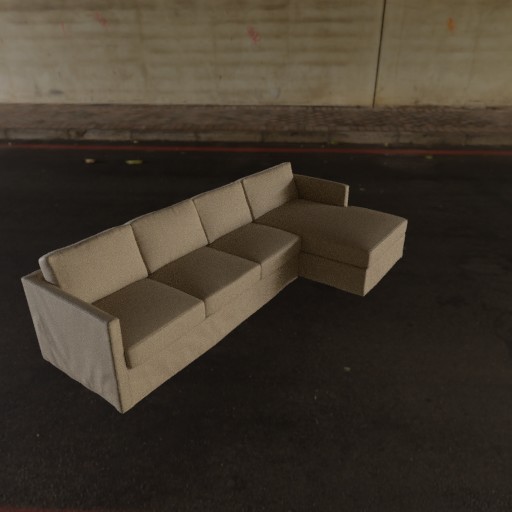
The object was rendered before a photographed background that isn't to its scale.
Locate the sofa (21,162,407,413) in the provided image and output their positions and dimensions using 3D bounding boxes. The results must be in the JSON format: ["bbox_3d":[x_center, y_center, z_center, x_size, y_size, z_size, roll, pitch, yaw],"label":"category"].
[{"bbox_3d":[0.000,0.000,3.820,1.622,0.871,3.206,18,32,31],"label":"sofa"}]
